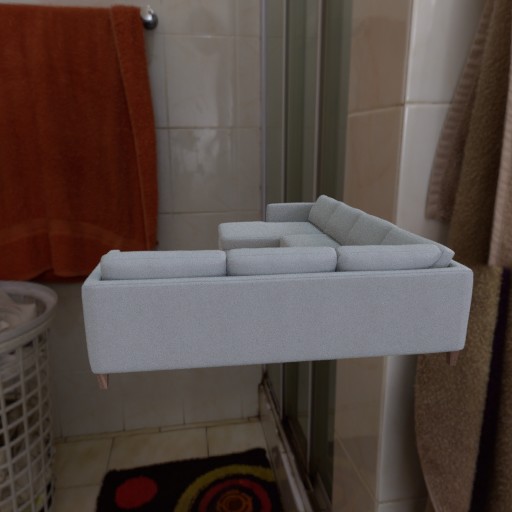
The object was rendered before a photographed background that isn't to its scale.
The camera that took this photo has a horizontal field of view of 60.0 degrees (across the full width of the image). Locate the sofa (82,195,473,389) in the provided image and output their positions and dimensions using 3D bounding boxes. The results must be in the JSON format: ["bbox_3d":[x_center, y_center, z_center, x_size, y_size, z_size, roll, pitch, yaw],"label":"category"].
[{"bbox_3d":[0.000,0.000,4.370,2.551,0.853,3.238,-2,15,-7],"label":"sofa"}]
